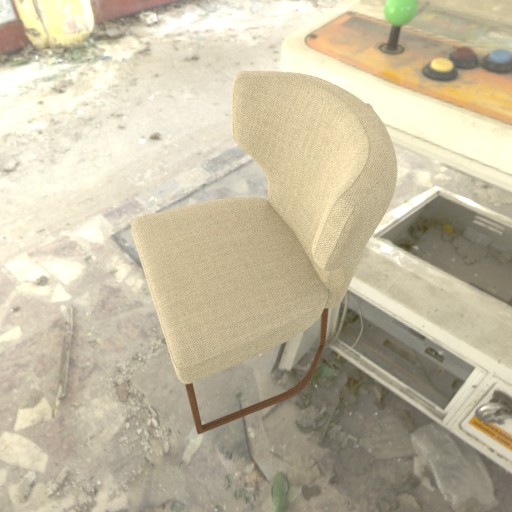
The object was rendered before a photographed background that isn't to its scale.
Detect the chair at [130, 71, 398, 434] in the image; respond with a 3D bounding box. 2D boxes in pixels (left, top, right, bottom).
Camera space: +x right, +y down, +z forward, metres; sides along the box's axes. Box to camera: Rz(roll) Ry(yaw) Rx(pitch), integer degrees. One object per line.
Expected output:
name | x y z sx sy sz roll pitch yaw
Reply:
chair | 0.000 0.000 1.264 0.617 0.824 0.611 -17 50 -15
